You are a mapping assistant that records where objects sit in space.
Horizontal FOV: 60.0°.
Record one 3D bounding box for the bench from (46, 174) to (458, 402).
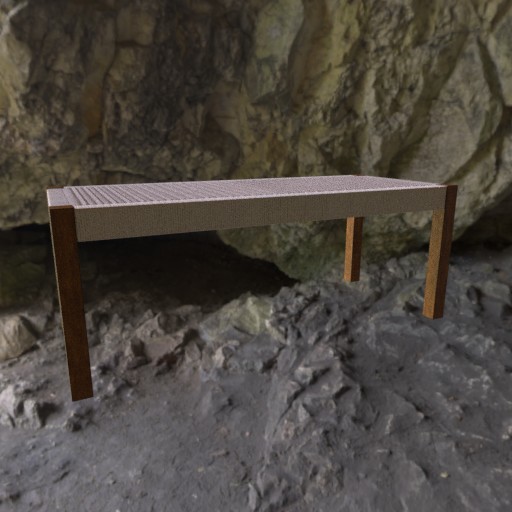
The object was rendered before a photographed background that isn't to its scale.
[{"bbox_3d":[0.000,0.000,1.454,1.198,0.457,0.507,-7,16,-25],"label":"bench"}]
